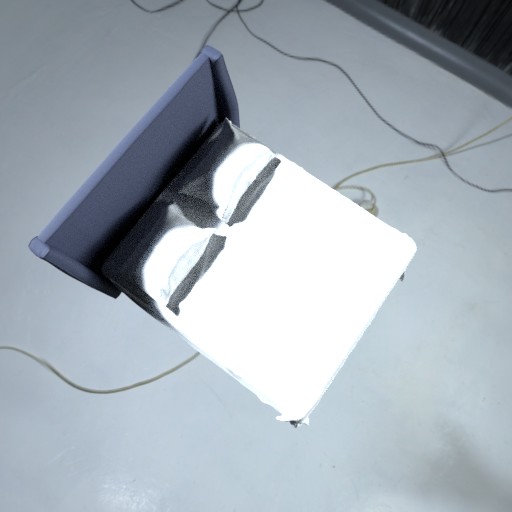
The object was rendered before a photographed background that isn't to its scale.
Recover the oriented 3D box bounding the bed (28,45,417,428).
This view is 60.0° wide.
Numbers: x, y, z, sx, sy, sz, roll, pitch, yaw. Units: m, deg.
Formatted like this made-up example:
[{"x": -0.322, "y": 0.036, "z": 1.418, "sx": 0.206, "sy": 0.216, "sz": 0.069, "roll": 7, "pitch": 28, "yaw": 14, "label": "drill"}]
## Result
[{"x": 0.000, "y": 0.000, "z": 3.482, "sx": 2.276, "sy": 1.332, "sz": 1.925, "roll": 35, "pitch": 78, "yaw": 9, "label": "bed"}]
